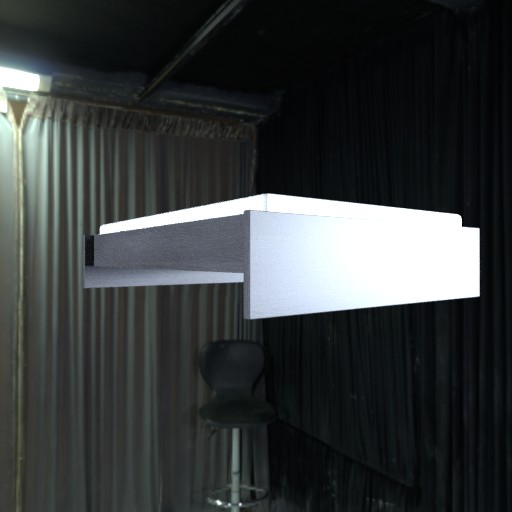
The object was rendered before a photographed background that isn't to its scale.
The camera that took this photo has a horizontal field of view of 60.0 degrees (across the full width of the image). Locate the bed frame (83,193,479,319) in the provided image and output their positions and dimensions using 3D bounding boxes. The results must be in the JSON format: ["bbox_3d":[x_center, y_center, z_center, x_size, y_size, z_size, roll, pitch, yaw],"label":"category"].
[{"bbox_3d":[0.000,0.000,2.680,1.490,0.432,1.950,0,0,-36],"label":"bed frame"}]
